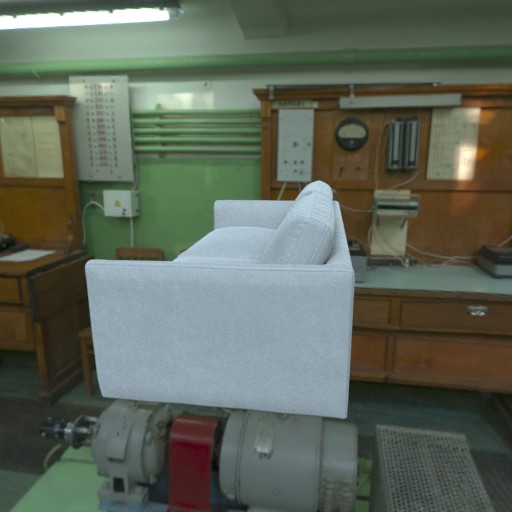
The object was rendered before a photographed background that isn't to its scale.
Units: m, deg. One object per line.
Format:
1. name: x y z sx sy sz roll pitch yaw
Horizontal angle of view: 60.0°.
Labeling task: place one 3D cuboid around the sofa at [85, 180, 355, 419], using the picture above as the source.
1. sofa: 0.000 0.000 2.838 1.090 0.838 2.588 2 14 9
